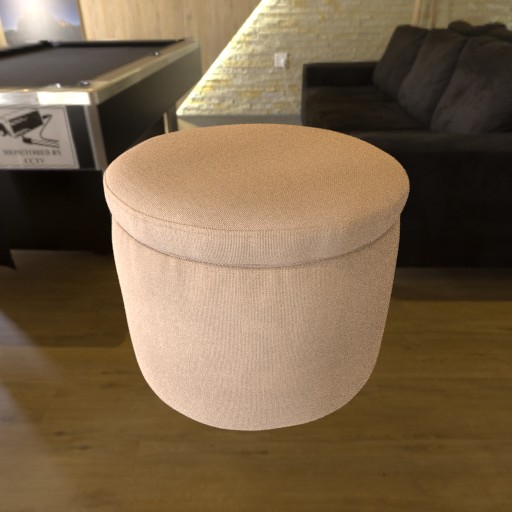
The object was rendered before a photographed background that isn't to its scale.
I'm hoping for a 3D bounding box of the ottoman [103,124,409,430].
[{"bbox_3d":[0.000,0.000,0.828,0.497,0.409,0.497,0,30,0],"label":"ottoman"}]
